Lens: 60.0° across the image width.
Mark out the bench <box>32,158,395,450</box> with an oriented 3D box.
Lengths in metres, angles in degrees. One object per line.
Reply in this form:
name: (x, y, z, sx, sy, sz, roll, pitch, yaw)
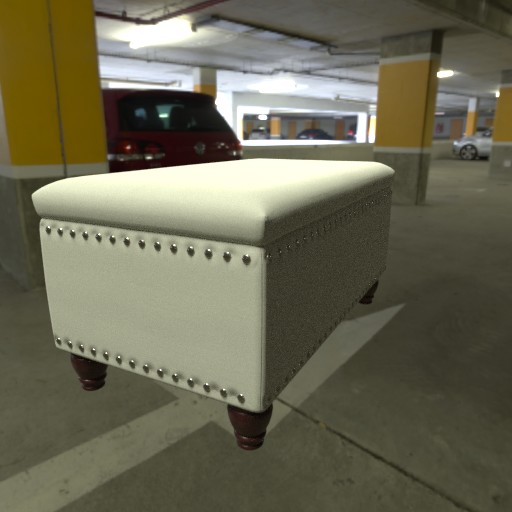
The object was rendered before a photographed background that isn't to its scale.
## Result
bench: (0.000, 0.000, 1.150, 0.500, 0.449, 0.887, 8, 17, 27)
